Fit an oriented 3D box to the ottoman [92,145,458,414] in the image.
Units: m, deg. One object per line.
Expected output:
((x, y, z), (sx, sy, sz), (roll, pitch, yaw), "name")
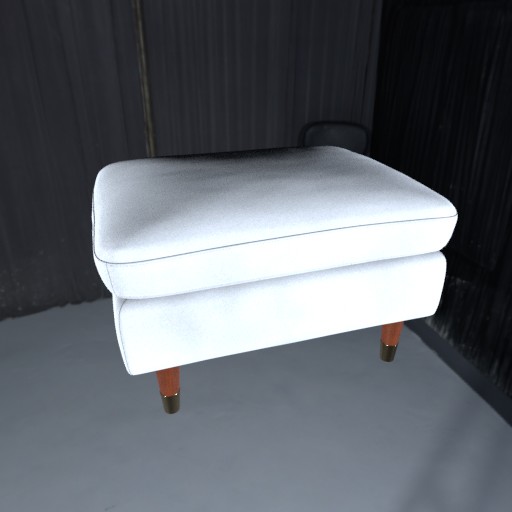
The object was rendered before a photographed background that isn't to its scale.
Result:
((0.000, 0.000, 1.131), (0.747, 0.478, 0.593), (-8, 28, -16), "ottoman")
